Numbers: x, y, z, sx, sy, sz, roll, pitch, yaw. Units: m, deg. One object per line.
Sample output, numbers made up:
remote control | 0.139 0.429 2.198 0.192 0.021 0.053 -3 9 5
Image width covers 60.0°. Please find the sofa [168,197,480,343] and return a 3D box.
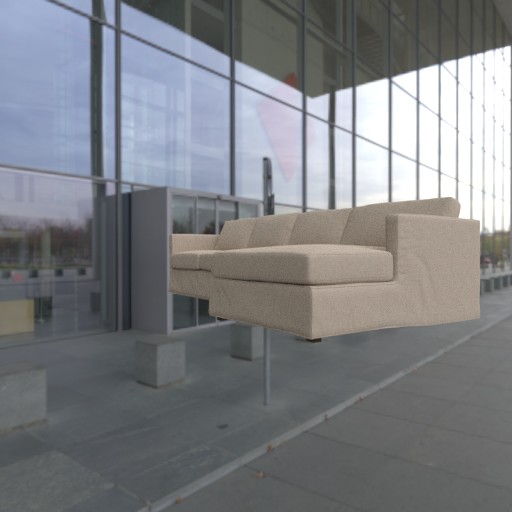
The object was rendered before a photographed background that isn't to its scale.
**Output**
sofa | 0.000 0.000 3.910 1.622 0.867 3.177 0 0 -35
